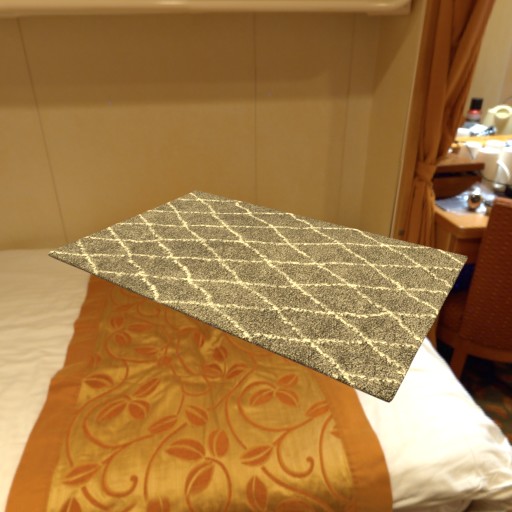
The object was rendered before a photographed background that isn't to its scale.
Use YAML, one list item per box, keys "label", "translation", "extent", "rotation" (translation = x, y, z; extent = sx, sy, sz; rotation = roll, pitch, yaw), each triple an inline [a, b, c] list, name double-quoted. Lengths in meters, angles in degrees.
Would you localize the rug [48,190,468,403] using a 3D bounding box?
- label: "rug"
  translation: [0.000, 0.000, 3.436]
  extent: [2.743, 0.030, 1.778]
  rotation: [17, 32, 30]
